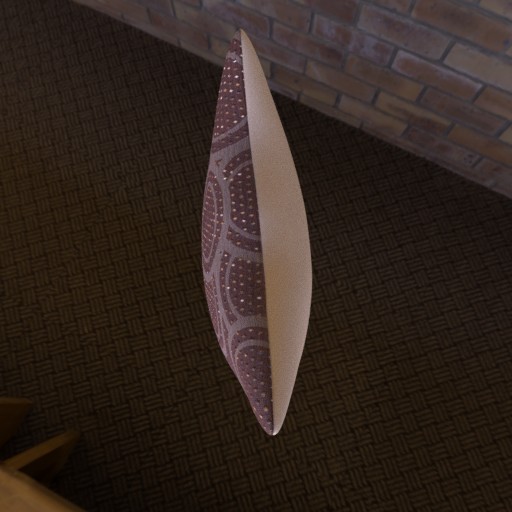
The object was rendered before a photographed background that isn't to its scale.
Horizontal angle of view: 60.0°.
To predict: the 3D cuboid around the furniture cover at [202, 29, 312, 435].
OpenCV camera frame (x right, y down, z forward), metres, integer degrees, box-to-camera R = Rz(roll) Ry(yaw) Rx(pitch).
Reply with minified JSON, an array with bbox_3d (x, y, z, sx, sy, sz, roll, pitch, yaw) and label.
[{"bbox_3d":[0.000,0.000,0.808,0.193,0.509,0.552,-4,75,-1],"label":"furniture cover"}]
